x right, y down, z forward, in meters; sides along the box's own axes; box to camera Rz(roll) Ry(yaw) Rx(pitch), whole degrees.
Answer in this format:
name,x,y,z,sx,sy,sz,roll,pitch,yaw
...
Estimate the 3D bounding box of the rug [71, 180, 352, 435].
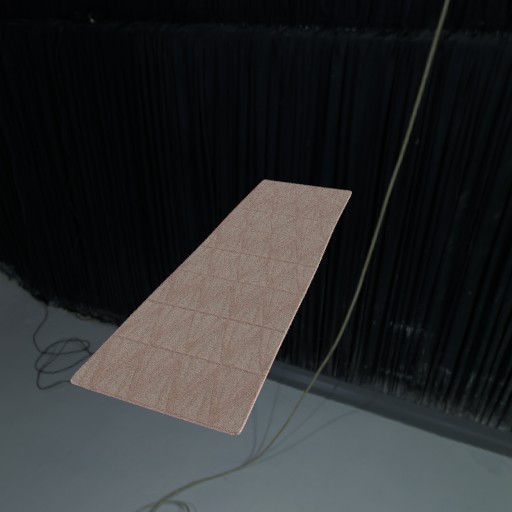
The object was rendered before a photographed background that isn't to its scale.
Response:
name,x,y,z,sx,sy,sz,roll,pitch,yaw
rug,0.000,0.000,2.690,0.760,0.015,2.435,11,32,17
